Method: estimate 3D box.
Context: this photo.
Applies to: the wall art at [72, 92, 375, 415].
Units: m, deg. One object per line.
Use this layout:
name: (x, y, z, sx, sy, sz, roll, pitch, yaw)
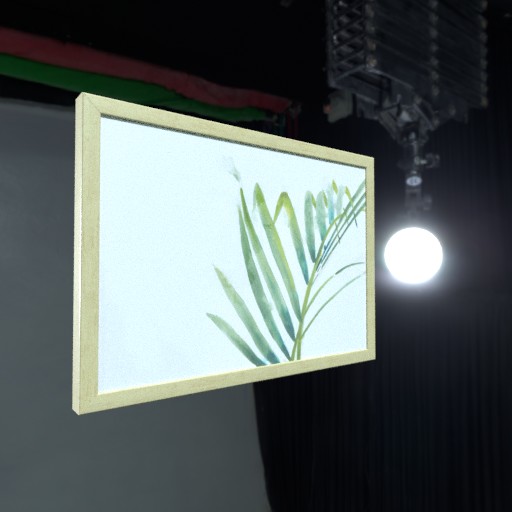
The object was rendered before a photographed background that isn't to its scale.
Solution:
wall art: (0.000, 0.000, 0.691, 0.533, 0.381, 0.032, 1, -2, -36)
